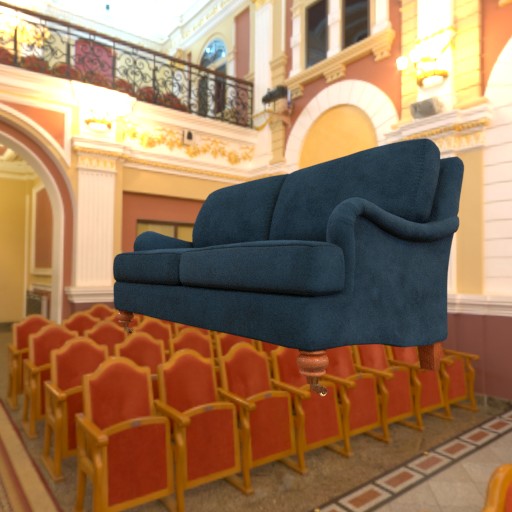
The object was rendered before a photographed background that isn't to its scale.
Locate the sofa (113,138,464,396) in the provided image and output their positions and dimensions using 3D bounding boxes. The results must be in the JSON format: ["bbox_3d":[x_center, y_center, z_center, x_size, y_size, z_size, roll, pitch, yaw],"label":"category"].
[{"bbox_3d":[0.000,0.000,2.692,1.084,1.101,2.141,1,-2,-37],"label":"sofa"}]
